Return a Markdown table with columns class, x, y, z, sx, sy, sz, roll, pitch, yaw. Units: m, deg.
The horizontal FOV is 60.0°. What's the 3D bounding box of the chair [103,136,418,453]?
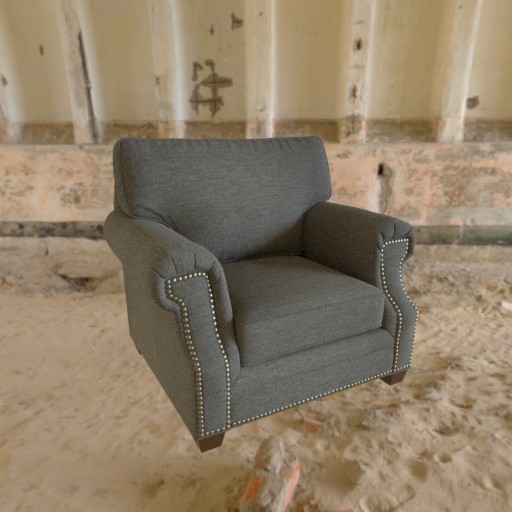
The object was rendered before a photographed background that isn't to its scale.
| class | x | y | z | sx | sy | sz | roll | pitch | yaw |
| --- | --- | --- | --- | --- | --- | --- | --- | --- | --- |
| chair | 0.000 | 0.000 | 1.848 | 1.092 | 0.961 | 0.965 | -8 | 18 | -27 |
